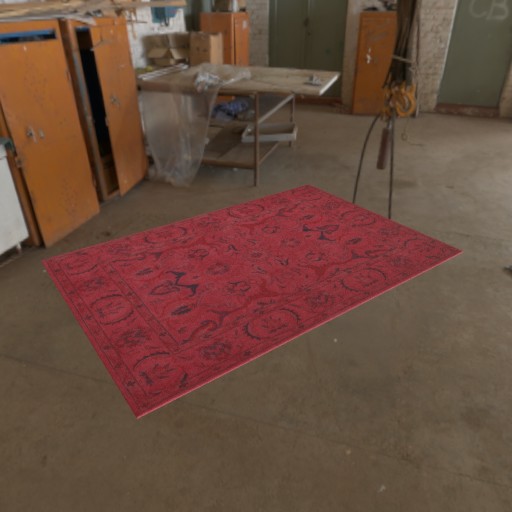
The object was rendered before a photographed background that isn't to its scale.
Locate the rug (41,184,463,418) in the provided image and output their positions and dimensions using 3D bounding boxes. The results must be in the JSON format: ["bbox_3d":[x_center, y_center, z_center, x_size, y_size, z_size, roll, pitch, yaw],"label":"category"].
[{"bbox_3d":[0.000,0.000,2.282,1.814,0.008,1.209,-20,36,-31],"label":"rug"}]
